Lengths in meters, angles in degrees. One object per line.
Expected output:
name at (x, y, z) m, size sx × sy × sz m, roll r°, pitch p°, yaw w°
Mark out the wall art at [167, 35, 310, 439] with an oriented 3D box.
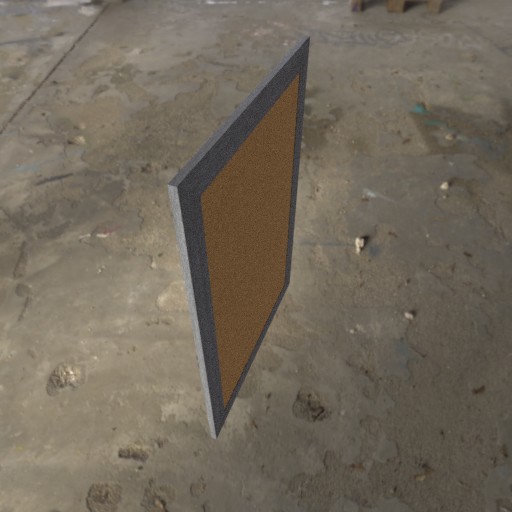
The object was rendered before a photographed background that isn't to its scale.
wall art at (0.000, 0.000, 1.396) m, size 0.020 × 1.070 × 0.768 m, roll 16°, pitch 48°, yaw 15°
